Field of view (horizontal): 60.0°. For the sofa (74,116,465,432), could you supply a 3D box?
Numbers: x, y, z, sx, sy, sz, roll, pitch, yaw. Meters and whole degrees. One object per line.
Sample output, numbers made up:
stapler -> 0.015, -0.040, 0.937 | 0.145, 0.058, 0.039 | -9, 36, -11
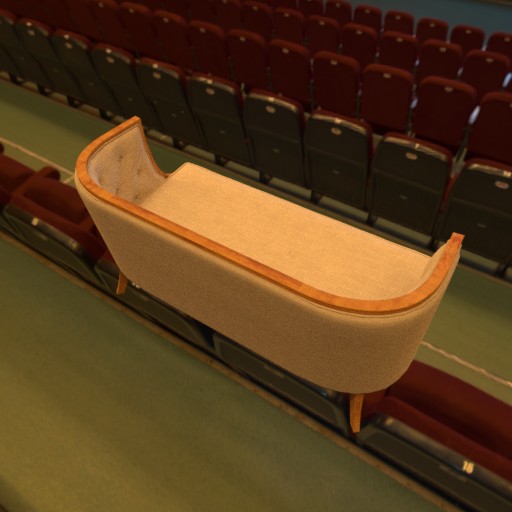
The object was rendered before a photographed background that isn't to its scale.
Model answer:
sofa -> 0.000, 0.000, 1.906 | 1.474, 0.775, 0.770 | 25, 50, 22
